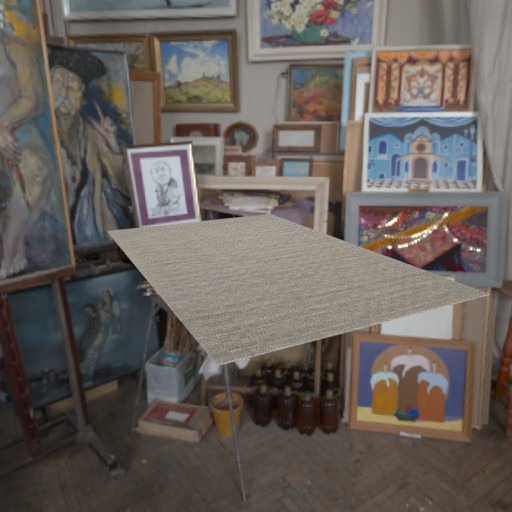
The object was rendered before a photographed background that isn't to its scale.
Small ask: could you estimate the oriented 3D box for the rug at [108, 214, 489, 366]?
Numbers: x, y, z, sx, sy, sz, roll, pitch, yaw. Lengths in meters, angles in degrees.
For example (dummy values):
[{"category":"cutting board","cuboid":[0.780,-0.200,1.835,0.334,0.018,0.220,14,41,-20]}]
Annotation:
[{"category":"rug","cuboid":[0.000,0.000,2.220,1.142,0.006,1.752,-8,19,-26]}]
